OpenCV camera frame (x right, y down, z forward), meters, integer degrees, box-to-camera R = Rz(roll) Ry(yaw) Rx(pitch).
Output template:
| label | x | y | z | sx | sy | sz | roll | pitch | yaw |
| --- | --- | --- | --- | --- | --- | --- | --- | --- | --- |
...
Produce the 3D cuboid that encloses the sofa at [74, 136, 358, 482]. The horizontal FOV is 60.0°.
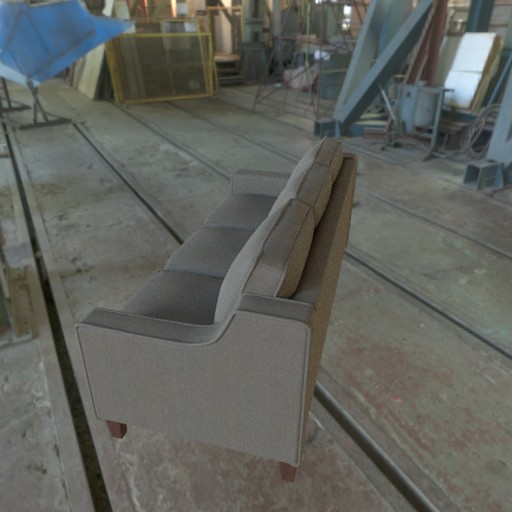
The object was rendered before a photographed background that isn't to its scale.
| label | x | y | z | sx | sy | sz | roll | pitch | yaw |
| --- | --- | --- | --- | --- | --- | --- | --- | --- | --- |
| sofa | 0.000 | 0.000 | 2.468 | 0.911 | 0.974 | 1.986 | 8 | 29 | 14 |
